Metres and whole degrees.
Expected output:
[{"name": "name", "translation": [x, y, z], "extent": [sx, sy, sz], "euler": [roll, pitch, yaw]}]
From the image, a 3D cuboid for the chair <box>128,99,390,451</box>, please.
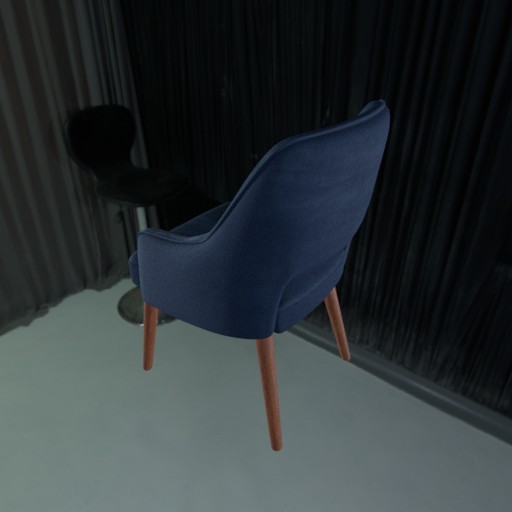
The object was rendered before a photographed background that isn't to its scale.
[{"name": "chair", "translation": [0.000, 0.000, 1.231], "extent": [0.591, 0.844, 0.559], "euler": [21, 37, 30]}]
